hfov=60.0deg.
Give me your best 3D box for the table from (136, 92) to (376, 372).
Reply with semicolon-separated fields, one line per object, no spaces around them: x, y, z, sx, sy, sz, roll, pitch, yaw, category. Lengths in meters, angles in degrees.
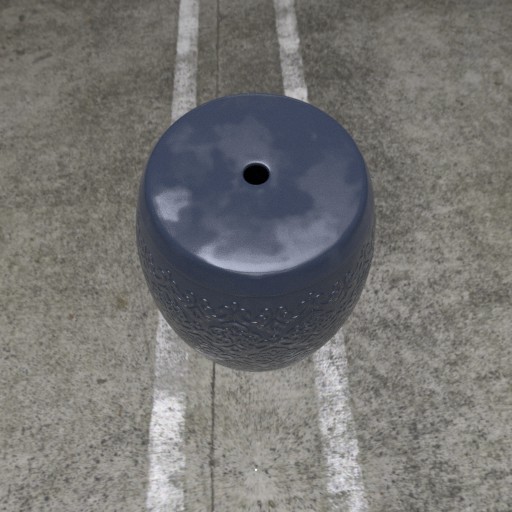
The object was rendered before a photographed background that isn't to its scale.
0.000;0.000;0.636;0.309;0.397;0.309;0;64;0;table
